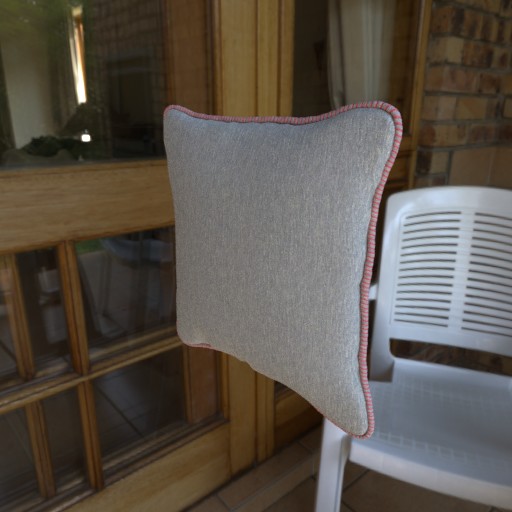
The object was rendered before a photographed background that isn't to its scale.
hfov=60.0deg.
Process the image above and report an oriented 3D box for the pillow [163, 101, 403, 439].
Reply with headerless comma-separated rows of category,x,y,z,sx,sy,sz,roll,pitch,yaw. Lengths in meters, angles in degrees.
pillow,0.000,0.000,0.751,0.482,0.491,0.124,16,24,41
